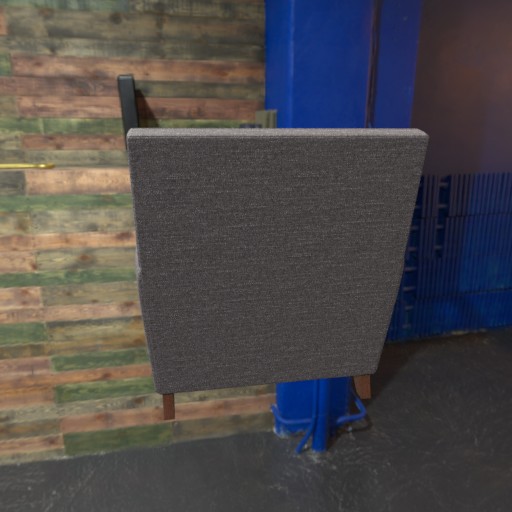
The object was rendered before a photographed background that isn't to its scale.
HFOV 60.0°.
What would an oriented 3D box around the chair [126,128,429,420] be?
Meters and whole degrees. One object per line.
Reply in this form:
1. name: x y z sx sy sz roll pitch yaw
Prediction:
1. chair: 0.000 0.000 1.613 0.838 0.885 0.875 -3 16 -10
